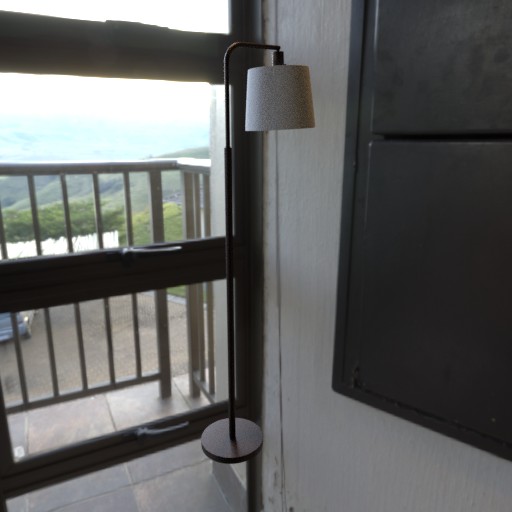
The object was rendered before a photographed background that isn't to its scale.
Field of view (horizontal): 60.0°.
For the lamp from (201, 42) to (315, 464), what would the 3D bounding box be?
[{"bbox_3d":[0.000,0.000,1.659,0.508,1.478,0.254,-14,20,-43],"label":"lamp"}]
